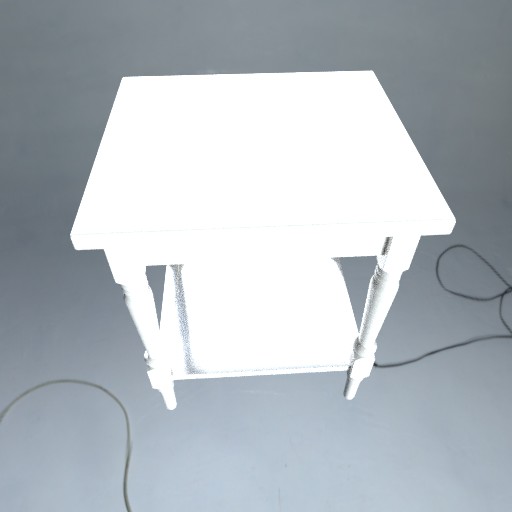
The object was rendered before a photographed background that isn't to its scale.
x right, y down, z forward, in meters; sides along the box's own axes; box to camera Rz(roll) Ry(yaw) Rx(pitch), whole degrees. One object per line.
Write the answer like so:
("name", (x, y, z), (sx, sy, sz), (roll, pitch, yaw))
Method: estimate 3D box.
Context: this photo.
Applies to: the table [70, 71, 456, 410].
("table", (0.000, 0.000, 0.910), (0.488, 0.565, 0.442), (-2, 46, -2))
